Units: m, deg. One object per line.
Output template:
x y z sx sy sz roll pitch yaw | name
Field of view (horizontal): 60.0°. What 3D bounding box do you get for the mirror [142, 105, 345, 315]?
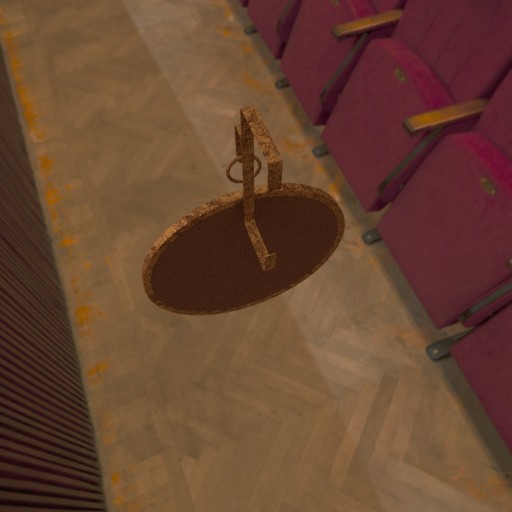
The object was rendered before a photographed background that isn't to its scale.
0.000 0.000 0.841 0.447 0.651 0.144 -17 60 -10 | mirror
